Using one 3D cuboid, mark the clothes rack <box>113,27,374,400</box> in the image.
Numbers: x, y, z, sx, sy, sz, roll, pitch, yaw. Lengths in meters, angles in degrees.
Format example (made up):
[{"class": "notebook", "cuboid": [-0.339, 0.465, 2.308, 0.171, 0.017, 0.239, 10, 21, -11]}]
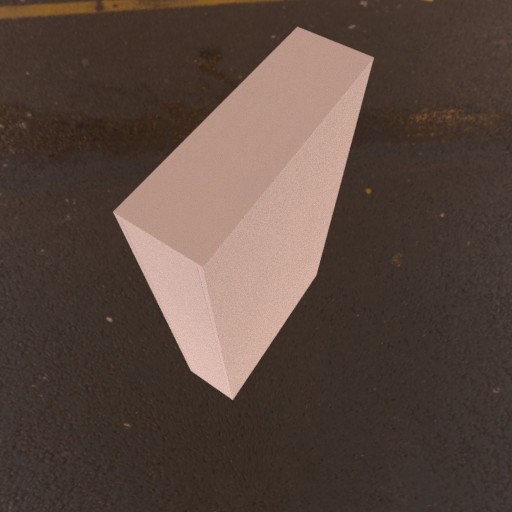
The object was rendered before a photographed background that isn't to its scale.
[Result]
[{"class": "clothes rack", "cuboid": [0.000, 0.000, 1.610, 0.250, 1.280, 0.750, 30, 65, 16]}]
